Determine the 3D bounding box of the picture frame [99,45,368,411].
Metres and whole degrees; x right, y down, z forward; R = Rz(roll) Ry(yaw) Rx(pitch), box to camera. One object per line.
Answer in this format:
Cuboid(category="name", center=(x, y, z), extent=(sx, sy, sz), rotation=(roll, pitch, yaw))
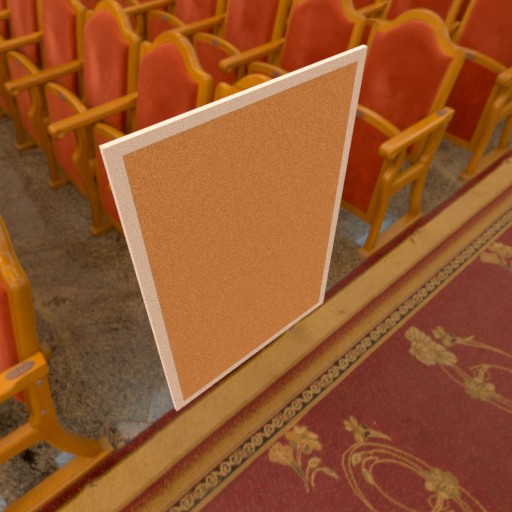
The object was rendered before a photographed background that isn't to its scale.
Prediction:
Cuboid(category="picture frame", center=(0.000, 0.000, 1.200), extent=(0.659, 0.940, 0.013), rotation=(-31, 53, -27))
